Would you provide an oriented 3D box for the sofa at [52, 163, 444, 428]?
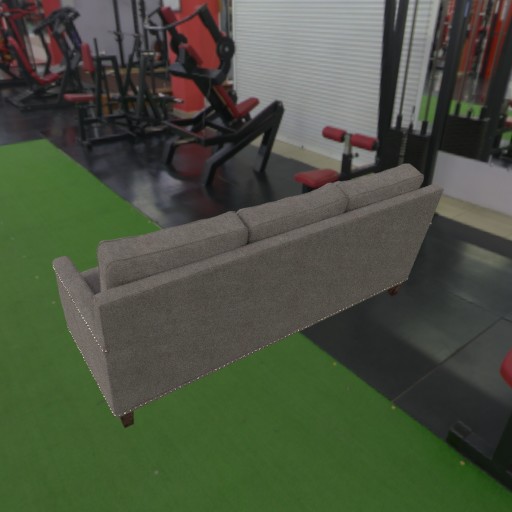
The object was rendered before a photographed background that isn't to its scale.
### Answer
[{"bbox_3d":[0.000,0.000,2.805,2.226,1.042,1.034,-19,35,-30],"label":"sofa"}]
